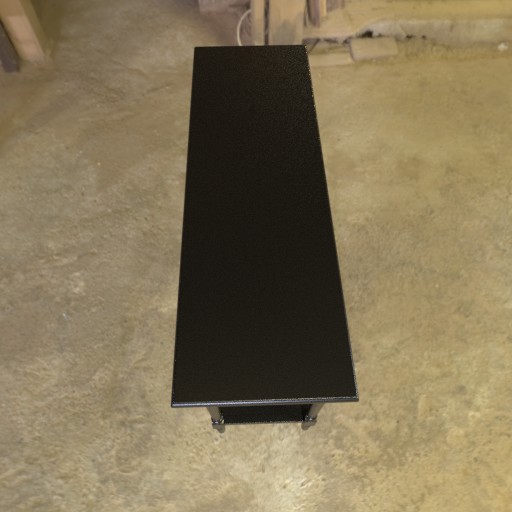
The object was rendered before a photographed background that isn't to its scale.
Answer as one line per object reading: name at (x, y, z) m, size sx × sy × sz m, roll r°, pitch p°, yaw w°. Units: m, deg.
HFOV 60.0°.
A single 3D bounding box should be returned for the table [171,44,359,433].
table at (0.000, 0.000, 1.554) m, size 0.386 × 0.819 × 1.191 m, roll -2°, pitch 59°, yaw -1°
